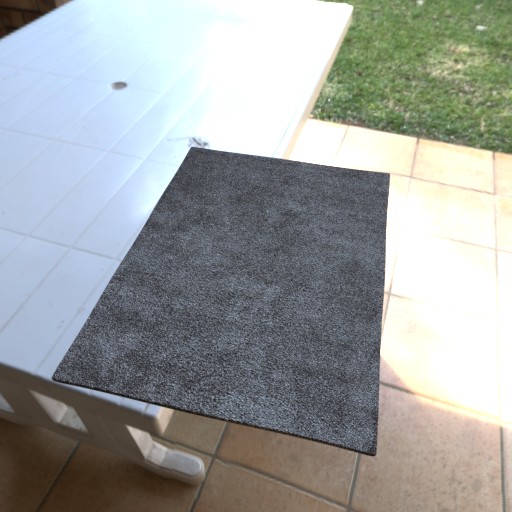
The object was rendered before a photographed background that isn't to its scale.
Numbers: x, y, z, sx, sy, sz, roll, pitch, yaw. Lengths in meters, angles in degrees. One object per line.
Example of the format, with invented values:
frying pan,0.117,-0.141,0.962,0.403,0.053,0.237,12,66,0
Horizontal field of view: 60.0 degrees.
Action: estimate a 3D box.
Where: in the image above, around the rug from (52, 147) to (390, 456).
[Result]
rug,0.000,0.000,2.101,1.198,0.025,1.601,10,47,9
